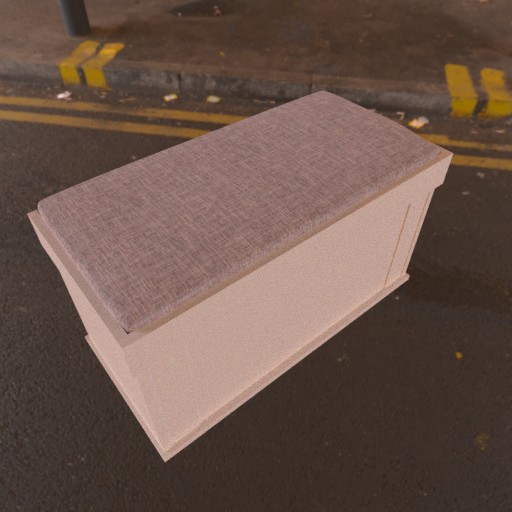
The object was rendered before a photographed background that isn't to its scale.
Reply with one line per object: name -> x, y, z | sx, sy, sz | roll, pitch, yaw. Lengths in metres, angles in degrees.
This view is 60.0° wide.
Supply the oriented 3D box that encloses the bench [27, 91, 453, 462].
bench -> 0.000, 0.000, 0.972 | 0.734, 0.461, 0.362 | -30, 52, -27
